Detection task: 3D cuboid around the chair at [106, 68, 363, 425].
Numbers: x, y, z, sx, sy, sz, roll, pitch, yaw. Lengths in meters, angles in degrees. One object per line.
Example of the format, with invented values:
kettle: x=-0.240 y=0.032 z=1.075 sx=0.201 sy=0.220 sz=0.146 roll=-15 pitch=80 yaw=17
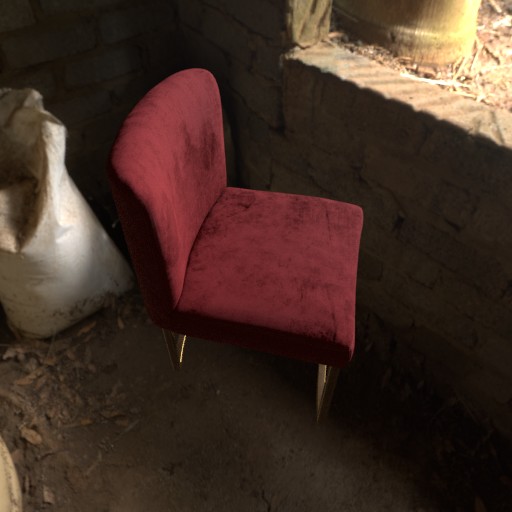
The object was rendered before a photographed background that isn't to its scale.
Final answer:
chair: x=0.000 y=0.000 z=1.205 sx=0.560 sy=0.824 sz=0.530 roll=9 pitch=47 yaw=8
